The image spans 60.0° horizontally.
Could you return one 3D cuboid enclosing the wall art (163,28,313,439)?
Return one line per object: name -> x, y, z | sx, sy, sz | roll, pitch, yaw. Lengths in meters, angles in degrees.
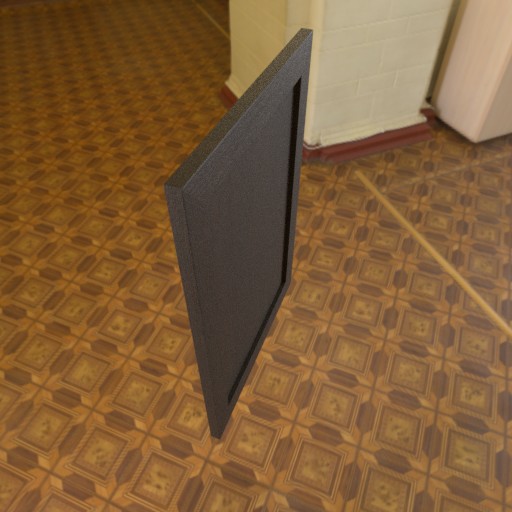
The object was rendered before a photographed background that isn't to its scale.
wall art -> 0.000, 0.000, 0.652 | 0.017, 0.513, 0.359 | 16, 49, 15
